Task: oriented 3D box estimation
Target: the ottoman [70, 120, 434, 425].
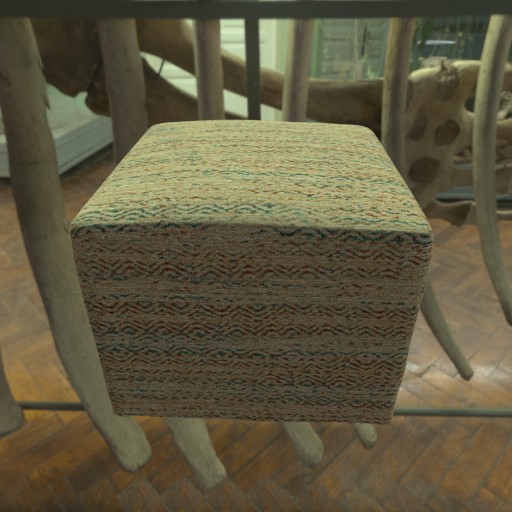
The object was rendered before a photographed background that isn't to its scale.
[{"bbox_3d":[0.000,0.000,0.906,0.512,0.453,0.521,1,32,2],"label":"ottoman"}]
